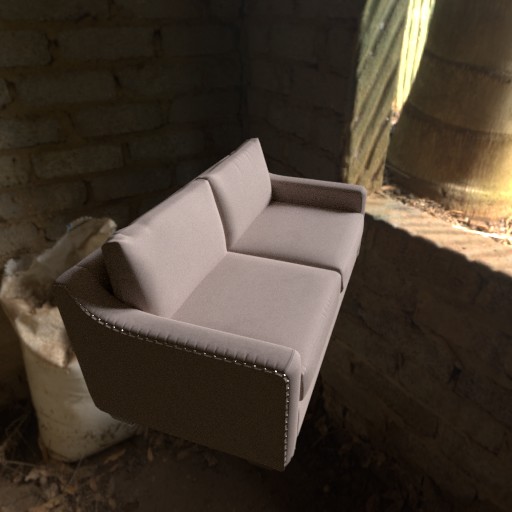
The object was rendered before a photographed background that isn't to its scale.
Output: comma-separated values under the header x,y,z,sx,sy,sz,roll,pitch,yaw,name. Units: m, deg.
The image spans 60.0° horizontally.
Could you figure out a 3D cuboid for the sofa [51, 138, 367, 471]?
x,y,z,sx,sy,sz,roll,pitch,yaw,name
0.000,0.000,2.543,1.030,0.901,1.967,10,31,17,sofa
